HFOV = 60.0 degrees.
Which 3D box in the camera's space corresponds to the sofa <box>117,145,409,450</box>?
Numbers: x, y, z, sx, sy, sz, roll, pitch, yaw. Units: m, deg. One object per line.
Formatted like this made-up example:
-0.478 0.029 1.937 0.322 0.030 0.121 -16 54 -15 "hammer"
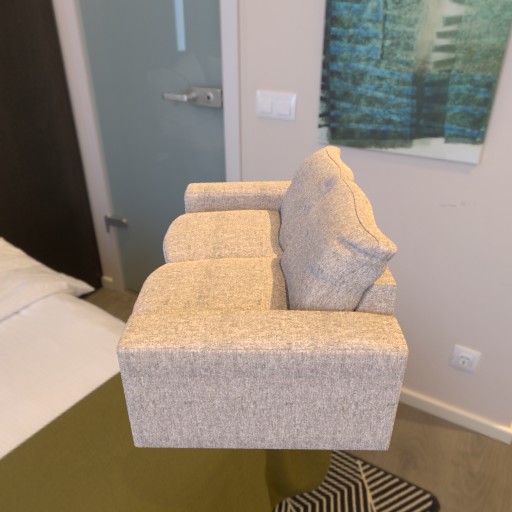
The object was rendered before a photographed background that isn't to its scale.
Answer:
0.000 0.000 2.361 1.094 0.877 1.758 0 28 1 "sofa"
